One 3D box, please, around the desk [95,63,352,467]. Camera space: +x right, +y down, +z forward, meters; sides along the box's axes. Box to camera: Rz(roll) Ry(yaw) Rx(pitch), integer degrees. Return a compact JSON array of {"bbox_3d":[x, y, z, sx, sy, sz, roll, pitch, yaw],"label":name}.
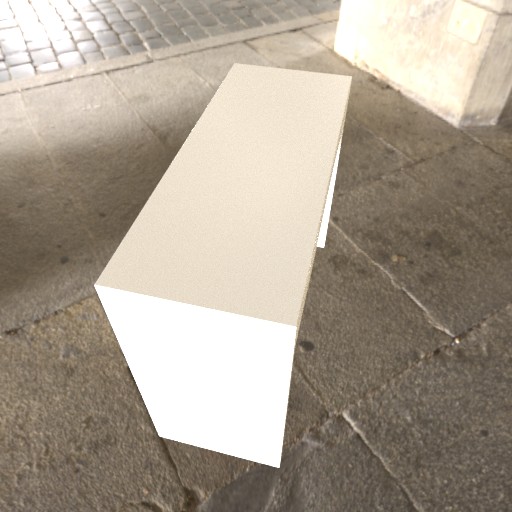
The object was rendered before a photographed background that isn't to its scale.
[{"bbox_3d":[0.000,0.000,1.451,0.400,0.790,1.000,10,49,9],"label":"desk"}]
